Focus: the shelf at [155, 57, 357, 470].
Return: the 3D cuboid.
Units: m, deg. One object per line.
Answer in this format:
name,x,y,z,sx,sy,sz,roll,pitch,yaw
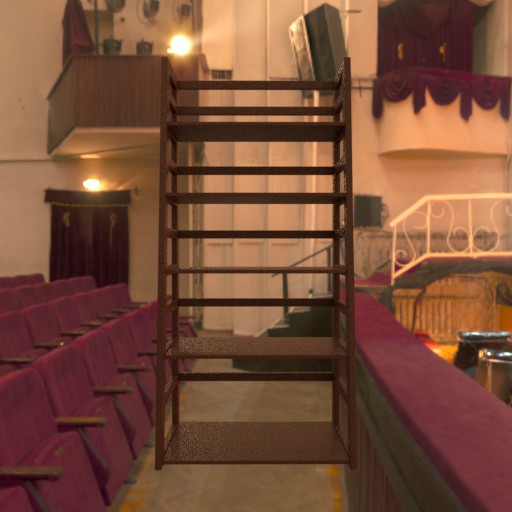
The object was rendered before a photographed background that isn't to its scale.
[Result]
shelf,0.000,0.000,1.852,0.763,1.600,0.403,0,1,0
